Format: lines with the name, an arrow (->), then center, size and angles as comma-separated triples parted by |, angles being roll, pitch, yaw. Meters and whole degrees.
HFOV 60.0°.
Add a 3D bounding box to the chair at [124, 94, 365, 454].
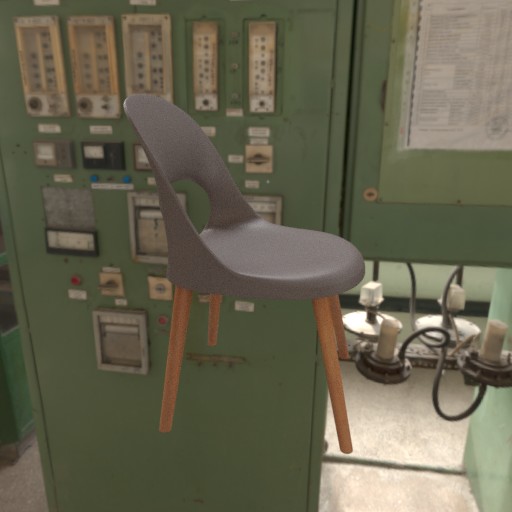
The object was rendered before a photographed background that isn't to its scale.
chair -> 0.000, 0.000, 1.152 | 0.556, 0.794, 0.470 | 3, 18, 10
